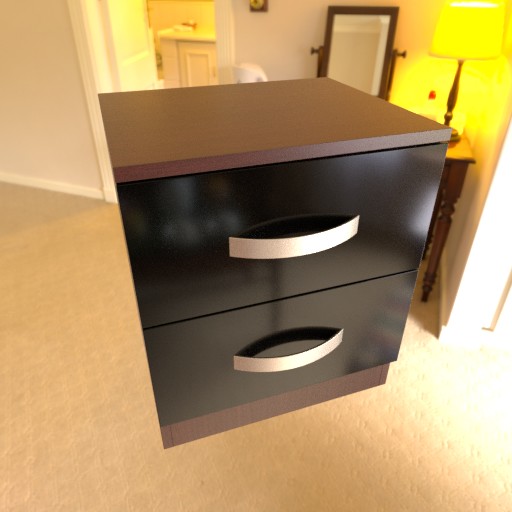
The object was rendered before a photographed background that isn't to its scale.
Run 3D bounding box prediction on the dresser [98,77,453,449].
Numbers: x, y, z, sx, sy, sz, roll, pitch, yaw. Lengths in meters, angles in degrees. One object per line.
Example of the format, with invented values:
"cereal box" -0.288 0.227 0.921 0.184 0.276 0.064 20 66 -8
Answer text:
"dresser" 0.000 0.000 0.732 0.400 0.470 0.360 -11 34 -16
